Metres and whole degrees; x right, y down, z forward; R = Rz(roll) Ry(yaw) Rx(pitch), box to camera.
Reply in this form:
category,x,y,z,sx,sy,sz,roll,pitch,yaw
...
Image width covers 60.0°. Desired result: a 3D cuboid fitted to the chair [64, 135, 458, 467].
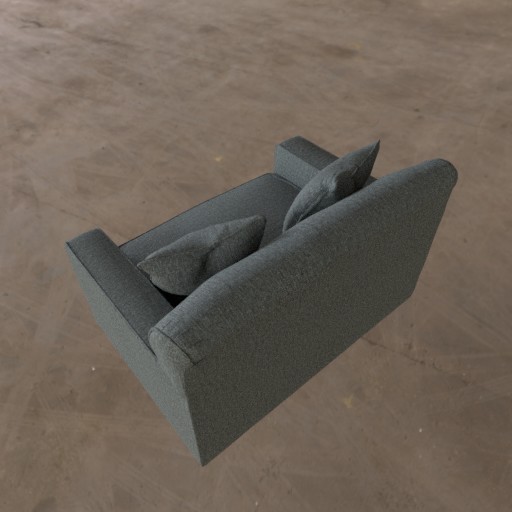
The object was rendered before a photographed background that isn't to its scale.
category,x,y,z,sx,sy,sz,roll,pitch,yaw
chair,0.000,0.000,2.043,1.383,0.948,1.000,-31,53,-27
